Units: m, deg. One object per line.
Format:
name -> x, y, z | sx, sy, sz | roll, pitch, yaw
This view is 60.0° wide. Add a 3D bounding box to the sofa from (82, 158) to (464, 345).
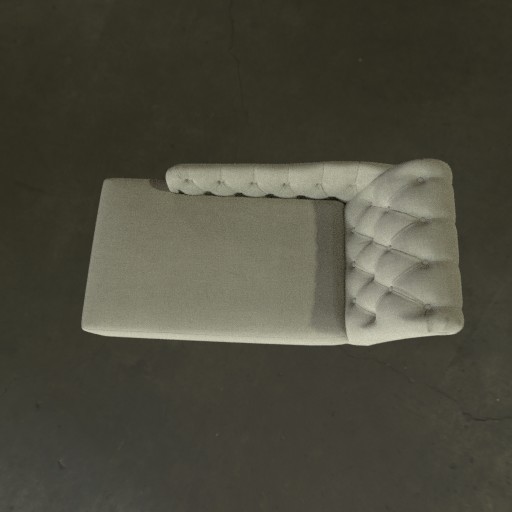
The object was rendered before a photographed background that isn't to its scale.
sofa -> 0.000, 0.000, 1.831 | 1.379, 0.787, 0.675 | 3, 74, 1
